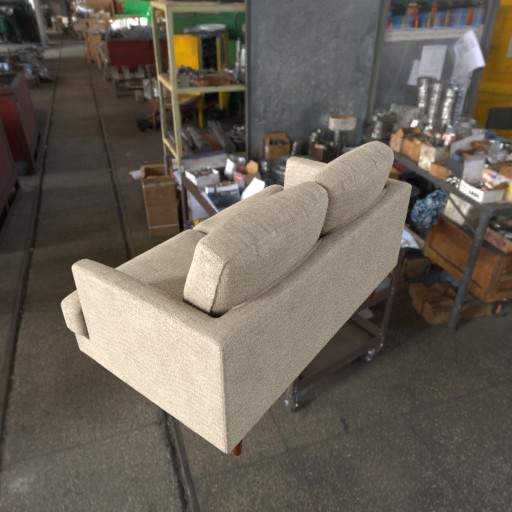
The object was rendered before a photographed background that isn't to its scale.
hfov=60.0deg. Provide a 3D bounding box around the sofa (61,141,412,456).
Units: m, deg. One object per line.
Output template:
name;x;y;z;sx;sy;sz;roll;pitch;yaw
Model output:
sofa;0.000;0.000;2.149;0.903;0.944;1.582;22;38;31
